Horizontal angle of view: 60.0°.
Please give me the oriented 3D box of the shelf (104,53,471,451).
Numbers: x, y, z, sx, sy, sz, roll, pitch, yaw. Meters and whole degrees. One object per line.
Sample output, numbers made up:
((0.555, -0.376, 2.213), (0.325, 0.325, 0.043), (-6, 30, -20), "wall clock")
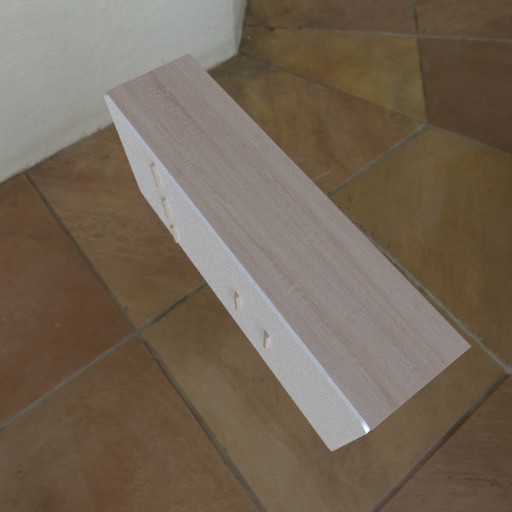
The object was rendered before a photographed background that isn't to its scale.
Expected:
((0.000, 0.000, 1.801), (0.400, 0.780, 1.490), (-32, 67, -16), "shelf")
